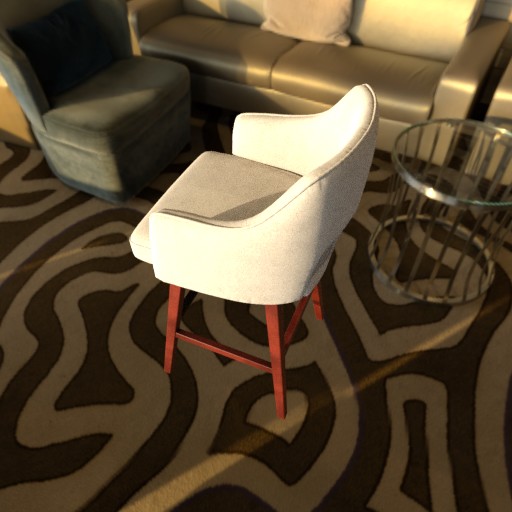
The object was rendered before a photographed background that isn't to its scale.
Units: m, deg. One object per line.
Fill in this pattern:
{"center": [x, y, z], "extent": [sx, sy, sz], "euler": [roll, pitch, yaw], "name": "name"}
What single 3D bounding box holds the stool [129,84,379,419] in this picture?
{"center": [0.000, 0.000, 1.360], "extent": [0.558, 1.012, 0.548], "euler": [17, 49, 15], "name": "stool"}
